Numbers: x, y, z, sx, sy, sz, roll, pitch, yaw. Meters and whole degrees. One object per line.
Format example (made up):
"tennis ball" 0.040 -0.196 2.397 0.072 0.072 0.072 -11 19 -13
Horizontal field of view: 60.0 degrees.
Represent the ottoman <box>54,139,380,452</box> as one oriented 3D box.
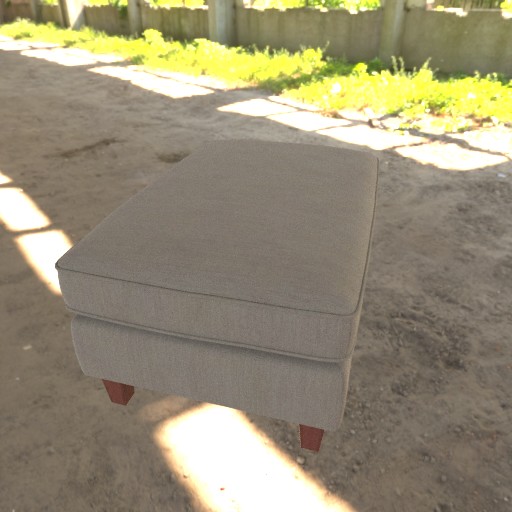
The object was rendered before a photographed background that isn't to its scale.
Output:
"ottoman" 0.000 0.000 1.297 0.636 0.480 0.941 8 31 13
